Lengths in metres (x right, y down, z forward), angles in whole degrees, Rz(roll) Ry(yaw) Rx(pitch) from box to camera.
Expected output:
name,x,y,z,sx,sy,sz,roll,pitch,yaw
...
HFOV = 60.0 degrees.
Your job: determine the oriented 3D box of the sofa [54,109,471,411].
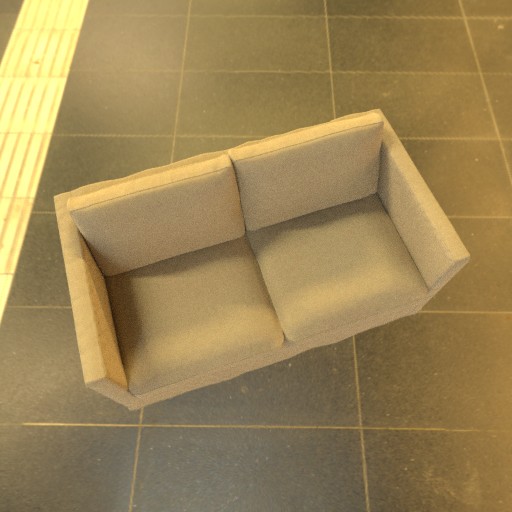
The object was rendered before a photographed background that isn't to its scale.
name,x,y,z,sx,sy,sz,roll,pitch,yaw
sofa,0.000,0.000,2.251,1.719,0.835,0.962,-17,65,-8
